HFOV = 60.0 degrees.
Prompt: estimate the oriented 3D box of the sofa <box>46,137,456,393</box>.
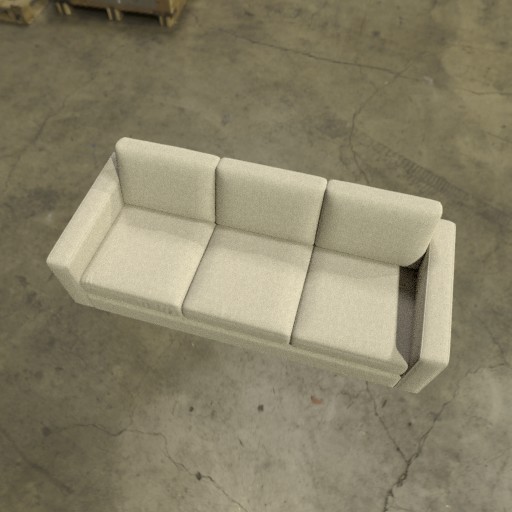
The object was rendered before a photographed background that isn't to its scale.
[{"bbox_3d":[0.000,0.000,2.611,2.160,0.800,0.900,13,58,8],"label":"sofa"}]
